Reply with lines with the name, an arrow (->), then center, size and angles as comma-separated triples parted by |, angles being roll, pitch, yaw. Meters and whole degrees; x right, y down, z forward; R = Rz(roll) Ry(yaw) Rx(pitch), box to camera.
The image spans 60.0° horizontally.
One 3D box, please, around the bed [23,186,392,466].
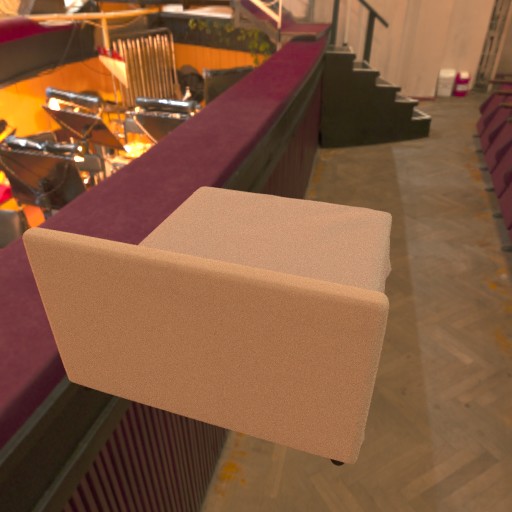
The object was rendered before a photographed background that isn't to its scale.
bed -> 0.000, 0.000, 3.500 | 2.119, 1.317, 2.341 | 10, 34, 15
